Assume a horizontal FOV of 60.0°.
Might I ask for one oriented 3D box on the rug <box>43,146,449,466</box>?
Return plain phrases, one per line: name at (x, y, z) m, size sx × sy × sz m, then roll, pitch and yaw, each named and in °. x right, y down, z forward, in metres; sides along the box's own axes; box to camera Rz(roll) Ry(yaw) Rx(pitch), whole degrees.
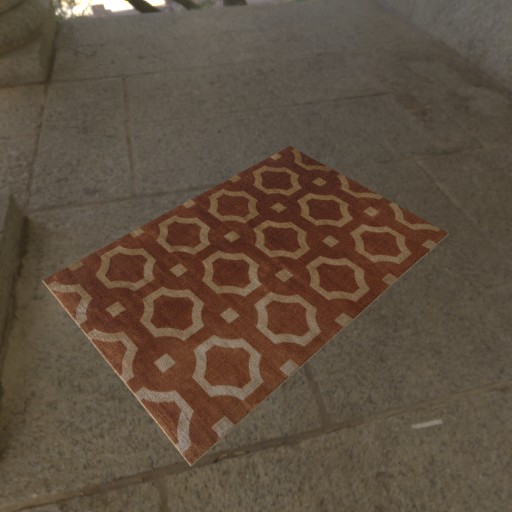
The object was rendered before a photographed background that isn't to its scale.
rug at (0.000, 0.000, 2.982) m, size 2.286 × 0.016 × 1.555 m, roll -34°, pitch 55°, yaw -28°
